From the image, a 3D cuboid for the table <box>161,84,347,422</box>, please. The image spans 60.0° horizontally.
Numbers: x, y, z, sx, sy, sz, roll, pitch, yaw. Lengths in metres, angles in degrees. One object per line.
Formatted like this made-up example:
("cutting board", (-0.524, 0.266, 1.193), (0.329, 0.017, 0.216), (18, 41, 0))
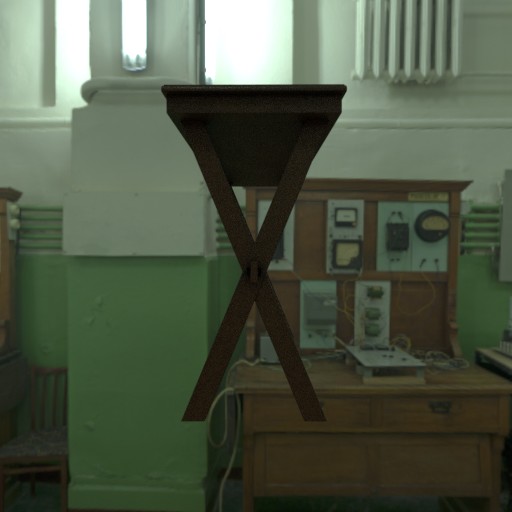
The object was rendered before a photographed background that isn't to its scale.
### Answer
("table", (0.000, 0.000, 1.556), (0.399, 0.763, 1.197), (0, 1, 0))
